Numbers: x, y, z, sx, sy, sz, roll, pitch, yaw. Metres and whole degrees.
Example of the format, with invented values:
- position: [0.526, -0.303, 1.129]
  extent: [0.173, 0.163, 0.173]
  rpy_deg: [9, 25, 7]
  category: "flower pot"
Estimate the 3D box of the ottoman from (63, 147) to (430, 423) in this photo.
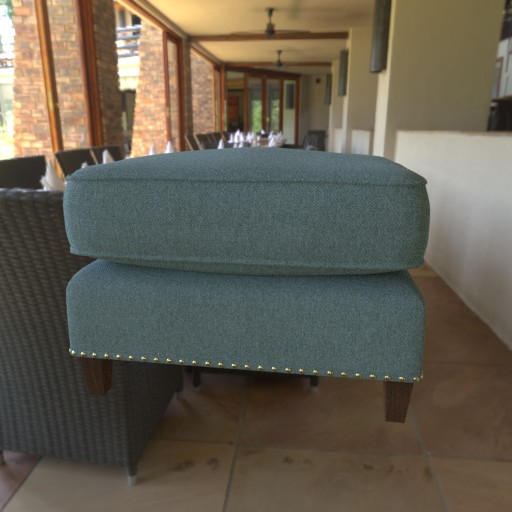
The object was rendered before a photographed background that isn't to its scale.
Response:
- position: [0.000, 0.000, 1.122]
  extent: [0.738, 0.537, 0.589]
  rpy_deg: [2, 16, 8]
  category: "ottoman"
